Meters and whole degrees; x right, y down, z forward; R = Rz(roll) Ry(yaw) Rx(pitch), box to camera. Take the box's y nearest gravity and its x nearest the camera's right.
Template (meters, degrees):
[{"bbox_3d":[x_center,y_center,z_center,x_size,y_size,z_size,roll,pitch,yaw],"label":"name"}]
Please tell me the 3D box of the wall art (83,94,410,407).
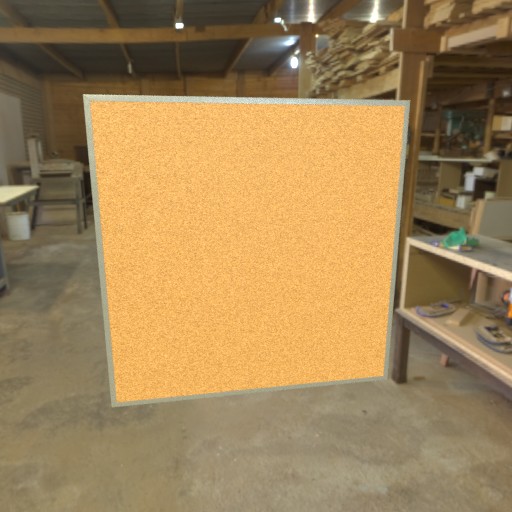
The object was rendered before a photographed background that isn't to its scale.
[{"bbox_3d":[0.000,0.000,1.200,0.809,0.807,0.038,-3,15,-10],"label":"wall art"}]
